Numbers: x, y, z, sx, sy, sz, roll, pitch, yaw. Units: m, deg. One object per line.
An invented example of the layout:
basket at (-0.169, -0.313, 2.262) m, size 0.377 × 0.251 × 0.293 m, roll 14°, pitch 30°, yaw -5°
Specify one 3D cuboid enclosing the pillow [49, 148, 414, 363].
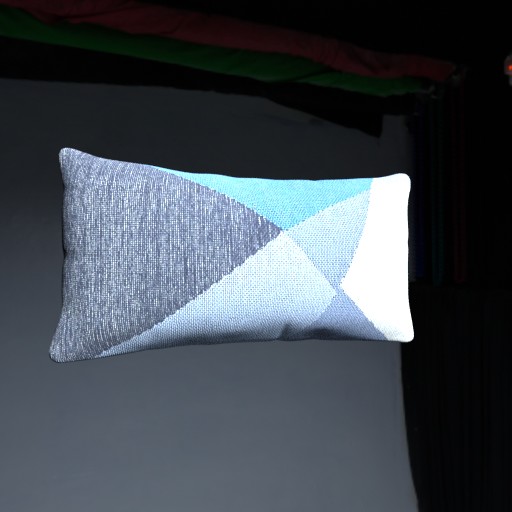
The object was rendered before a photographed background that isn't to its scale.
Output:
pillow at (0.000, 0.000, 0.715) m, size 0.604 × 0.307 × 0.148 m, roll 1°, pitch -2°, yaw -19°
